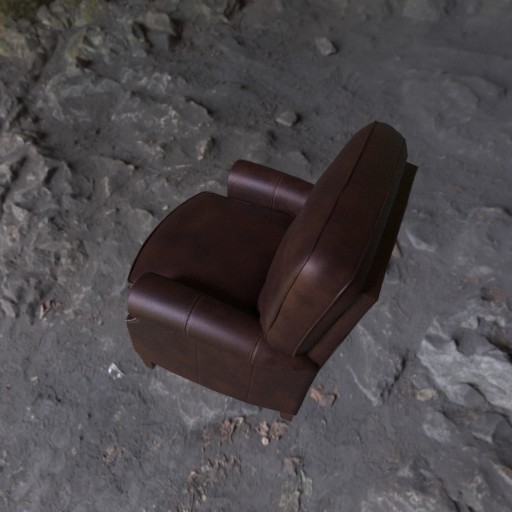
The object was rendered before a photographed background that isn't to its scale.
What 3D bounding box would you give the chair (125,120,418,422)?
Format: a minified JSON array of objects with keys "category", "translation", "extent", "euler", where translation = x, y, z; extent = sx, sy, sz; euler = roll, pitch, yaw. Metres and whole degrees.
[{"category":"chair","translation":[0.000,0.000,1.754],"extent":[0.986,1.018,0.936],"euler":[17,47,16]}]
